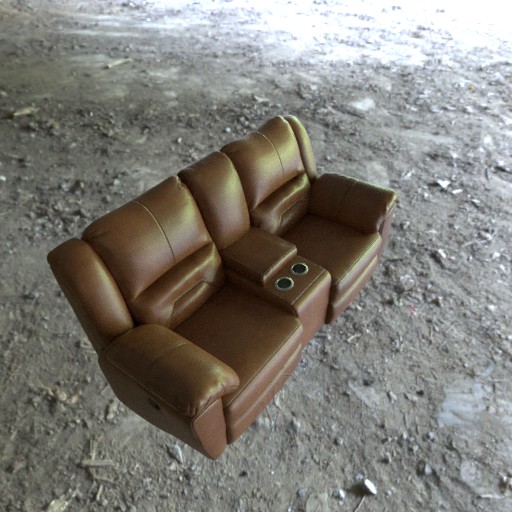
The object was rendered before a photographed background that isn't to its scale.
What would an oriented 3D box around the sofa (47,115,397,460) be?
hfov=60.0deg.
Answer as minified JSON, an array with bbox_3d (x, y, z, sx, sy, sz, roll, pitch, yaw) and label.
[{"bbox_3d":[0.000,0.000,2.657,0.991,1.043,2.058,26,47,27],"label":"sofa"}]
